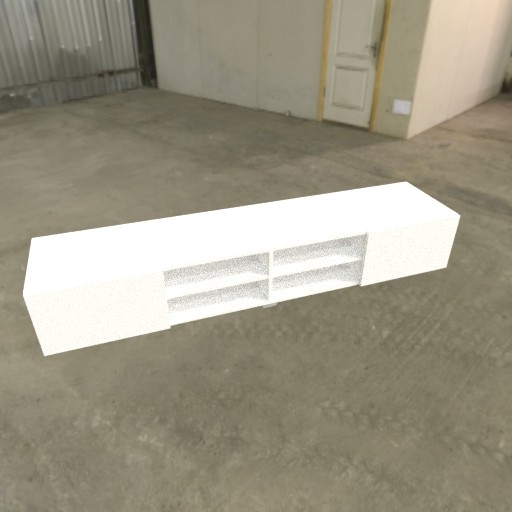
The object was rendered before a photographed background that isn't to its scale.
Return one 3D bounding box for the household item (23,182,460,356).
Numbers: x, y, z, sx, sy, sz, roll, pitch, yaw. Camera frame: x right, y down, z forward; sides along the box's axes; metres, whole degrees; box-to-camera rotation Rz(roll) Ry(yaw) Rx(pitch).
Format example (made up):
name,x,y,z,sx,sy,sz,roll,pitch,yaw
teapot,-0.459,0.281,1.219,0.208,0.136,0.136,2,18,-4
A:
name,x,y,z,sx,sy,sz,roll,pitch,yaw
household item,0.000,0.000,2.035,1.850,0.310,0.420,-10,34,-16
